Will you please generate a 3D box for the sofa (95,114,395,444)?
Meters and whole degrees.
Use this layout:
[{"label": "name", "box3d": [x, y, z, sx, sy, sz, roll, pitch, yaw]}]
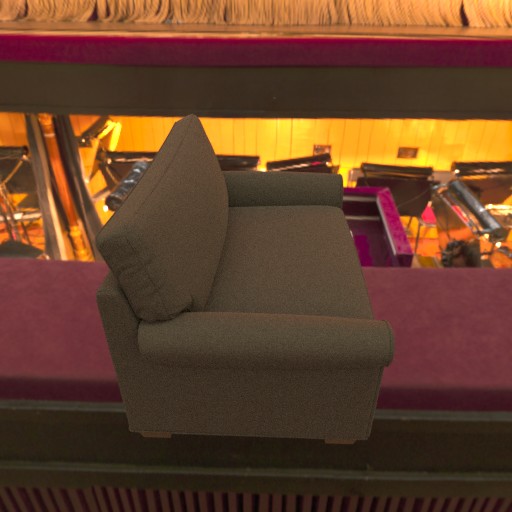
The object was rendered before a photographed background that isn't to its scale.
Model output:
[{"label": "sofa", "box3d": [0.000, 0.000, 2.008, 0.940, 0.953, 1.410, 1, 32, 2]}]
